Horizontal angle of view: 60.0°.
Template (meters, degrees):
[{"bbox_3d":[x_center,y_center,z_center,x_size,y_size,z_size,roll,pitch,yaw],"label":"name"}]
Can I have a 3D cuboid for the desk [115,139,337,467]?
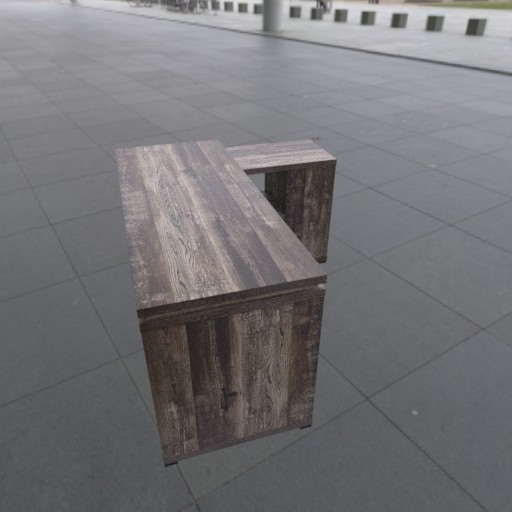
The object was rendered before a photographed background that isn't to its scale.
[{"bbox_3d":[0.000,0.000,2.244,1.200,0.753,1.524,-9,33,-15],"label":"desk"}]
